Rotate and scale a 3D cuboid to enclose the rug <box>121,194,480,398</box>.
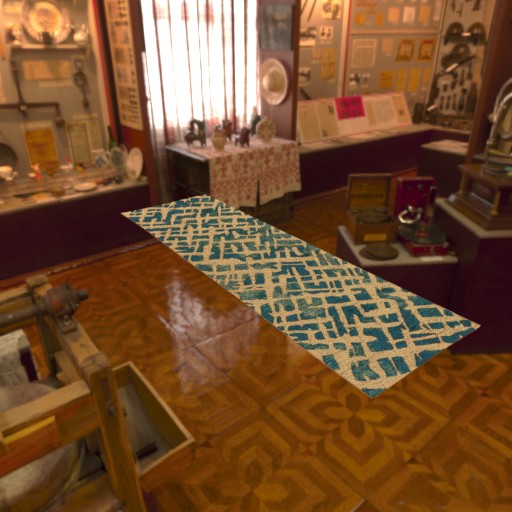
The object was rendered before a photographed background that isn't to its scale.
[{"bbox_3d":[0.000,0.000,2.726,0.768,0.011,2.446,-18,31,-33],"label":"rug"}]
